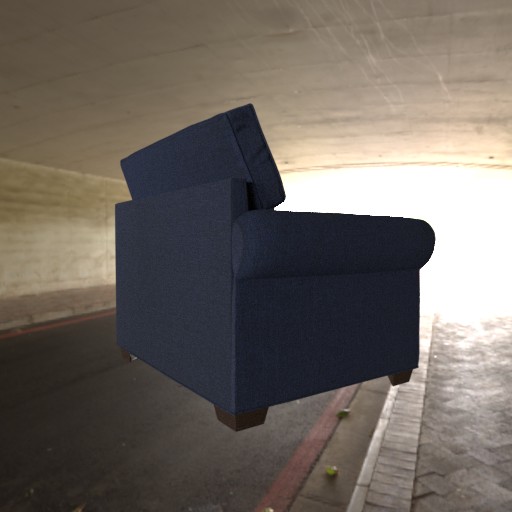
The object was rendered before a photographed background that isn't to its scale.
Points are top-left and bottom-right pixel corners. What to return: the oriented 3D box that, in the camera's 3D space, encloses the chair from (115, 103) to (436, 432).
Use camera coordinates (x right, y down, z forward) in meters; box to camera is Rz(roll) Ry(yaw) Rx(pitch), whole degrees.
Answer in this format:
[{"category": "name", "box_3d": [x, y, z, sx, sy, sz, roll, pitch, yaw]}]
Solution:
[{"category": "chair", "box_3d": [0.000, 0.000, 2.052, 0.963, 1.044, 1.285, -1, 2, -35]}]
